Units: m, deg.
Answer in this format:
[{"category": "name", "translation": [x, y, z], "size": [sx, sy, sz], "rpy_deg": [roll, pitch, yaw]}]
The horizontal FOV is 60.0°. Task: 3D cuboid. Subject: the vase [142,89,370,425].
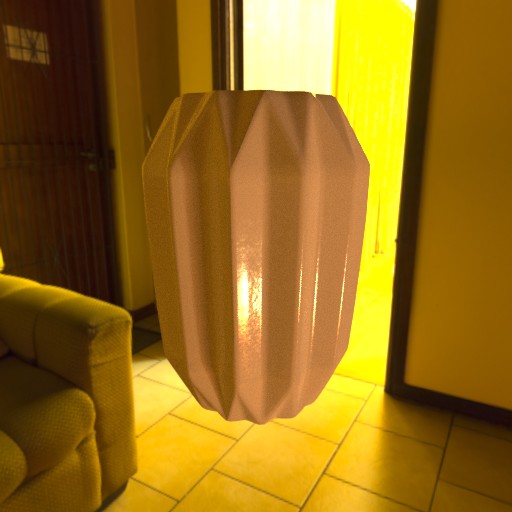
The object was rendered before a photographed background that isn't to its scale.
[{"category": "vase", "translation": [0.000, 0.000, 0.407], "size": [0.195, 0.275, 0.195], "rpy_deg": [0, 14, 0]}]
